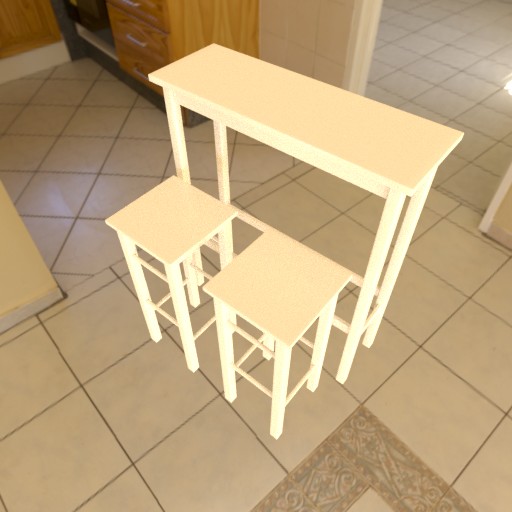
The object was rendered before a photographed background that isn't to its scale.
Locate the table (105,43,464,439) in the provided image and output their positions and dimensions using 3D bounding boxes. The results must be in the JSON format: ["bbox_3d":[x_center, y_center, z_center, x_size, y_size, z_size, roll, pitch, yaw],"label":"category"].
[{"bbox_3d":[0.000,0.000,1.608,0.915,1.065,0.650,31,55,25],"label":"table"}]
